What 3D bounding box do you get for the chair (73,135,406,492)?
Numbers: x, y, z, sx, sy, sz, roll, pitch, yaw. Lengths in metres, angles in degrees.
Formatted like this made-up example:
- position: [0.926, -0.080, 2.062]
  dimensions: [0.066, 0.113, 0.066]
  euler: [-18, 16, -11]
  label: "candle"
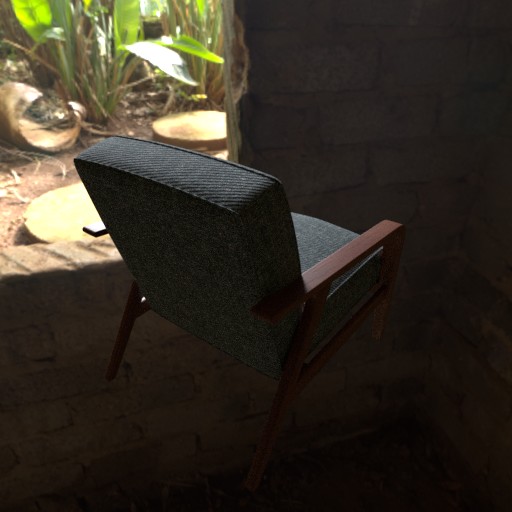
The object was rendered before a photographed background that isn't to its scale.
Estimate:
- position: [0.000, 0.000, 1.494]
  dimensions: [0.719, 0.864, 0.889]
  euler: [22, 36, 33]
  label: "chair"
